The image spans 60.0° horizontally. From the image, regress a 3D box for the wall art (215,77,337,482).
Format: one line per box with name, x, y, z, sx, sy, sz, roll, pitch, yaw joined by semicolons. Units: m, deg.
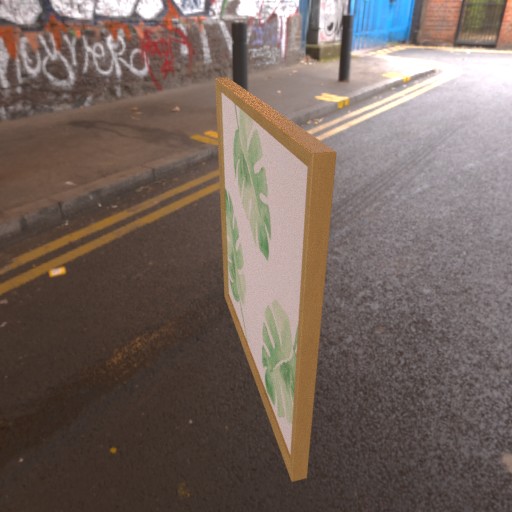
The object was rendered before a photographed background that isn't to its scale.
wall art;0.000;0.000;1.146;0.037;0.763;0.763;-8;31;-13
